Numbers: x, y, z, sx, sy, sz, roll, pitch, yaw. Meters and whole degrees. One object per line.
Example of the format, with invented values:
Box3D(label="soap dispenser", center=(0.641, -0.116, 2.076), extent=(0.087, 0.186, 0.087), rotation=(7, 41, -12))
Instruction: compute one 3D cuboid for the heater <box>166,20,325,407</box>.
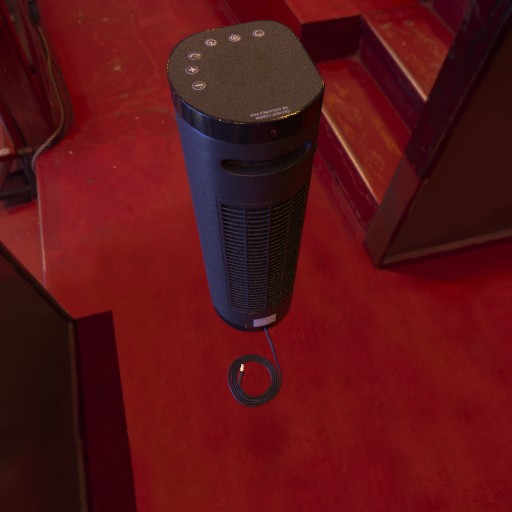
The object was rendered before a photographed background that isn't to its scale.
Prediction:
Box3D(label="heater", center=(0.000, 0.000, 0.681), extent=(0.174, 0.552, 0.312), rotation=(-15, 60, -9))
